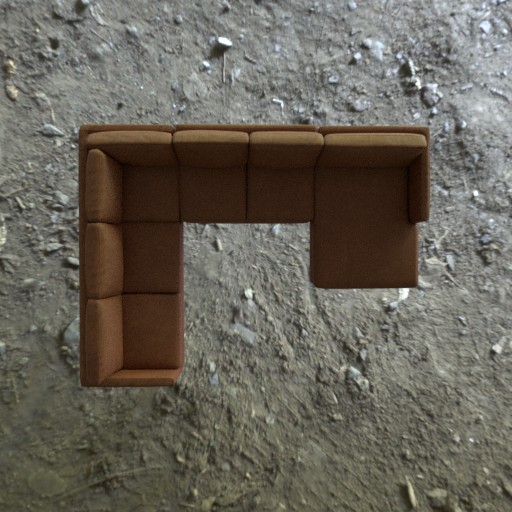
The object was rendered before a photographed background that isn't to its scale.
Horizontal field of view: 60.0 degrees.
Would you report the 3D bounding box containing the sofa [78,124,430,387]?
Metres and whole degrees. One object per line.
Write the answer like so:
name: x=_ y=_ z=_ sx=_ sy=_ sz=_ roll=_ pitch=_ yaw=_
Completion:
sofa: x=0.000 y=0.000 z=4.600 sx=3.460 sy=0.923 sz=2.593 roll=0 pitch=91 yaw=-1
